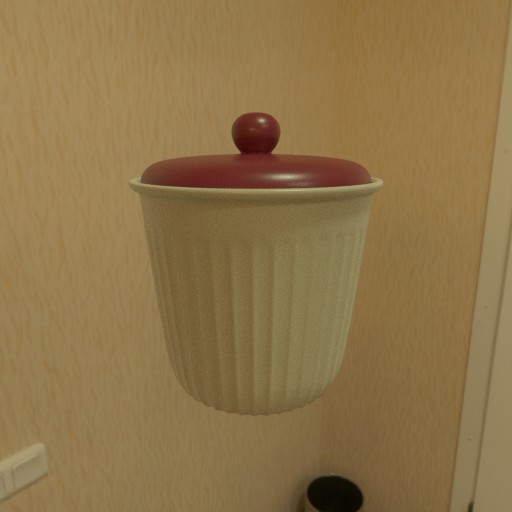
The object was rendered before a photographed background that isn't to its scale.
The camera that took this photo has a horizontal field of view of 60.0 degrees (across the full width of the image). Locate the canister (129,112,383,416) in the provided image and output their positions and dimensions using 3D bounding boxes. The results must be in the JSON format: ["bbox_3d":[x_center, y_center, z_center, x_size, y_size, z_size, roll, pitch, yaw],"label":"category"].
[{"bbox_3d":[0.000,0.000,0.341,0.181,0.211,0.181,0,14,0],"label":"canister"}]
